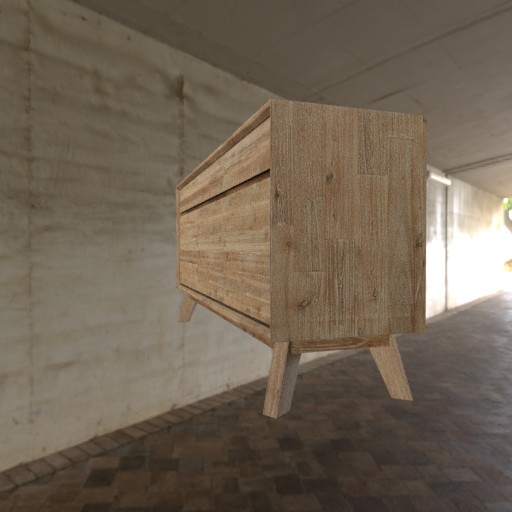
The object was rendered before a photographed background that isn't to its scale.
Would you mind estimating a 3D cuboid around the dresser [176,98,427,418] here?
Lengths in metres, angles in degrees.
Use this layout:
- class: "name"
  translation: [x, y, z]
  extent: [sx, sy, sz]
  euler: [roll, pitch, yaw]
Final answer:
- class: "dresser"
  translation: [0.000, 0.000, 1.906]
  extent: [0.455, 0.788, 1.602]
  euler: [0, 1, -18]
